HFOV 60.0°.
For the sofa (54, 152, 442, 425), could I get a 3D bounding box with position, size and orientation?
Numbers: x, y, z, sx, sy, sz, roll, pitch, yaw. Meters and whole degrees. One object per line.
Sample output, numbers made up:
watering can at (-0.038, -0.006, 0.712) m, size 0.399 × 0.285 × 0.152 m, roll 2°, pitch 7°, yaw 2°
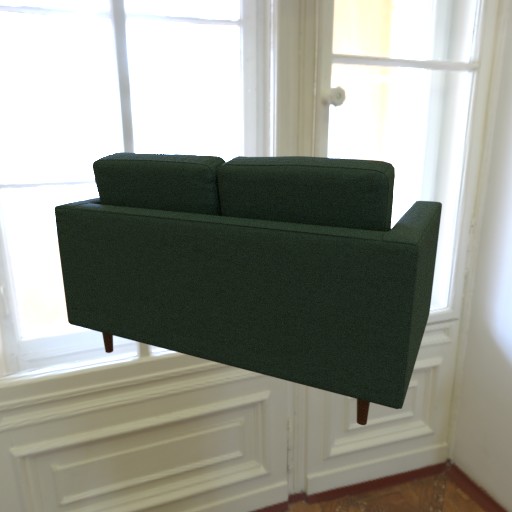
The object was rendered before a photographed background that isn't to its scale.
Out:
sofa at (0.000, 0.000, 1.960) m, size 1.430 × 0.899 × 0.879 m, roll 8°, pitch 18°, yaw 25°
